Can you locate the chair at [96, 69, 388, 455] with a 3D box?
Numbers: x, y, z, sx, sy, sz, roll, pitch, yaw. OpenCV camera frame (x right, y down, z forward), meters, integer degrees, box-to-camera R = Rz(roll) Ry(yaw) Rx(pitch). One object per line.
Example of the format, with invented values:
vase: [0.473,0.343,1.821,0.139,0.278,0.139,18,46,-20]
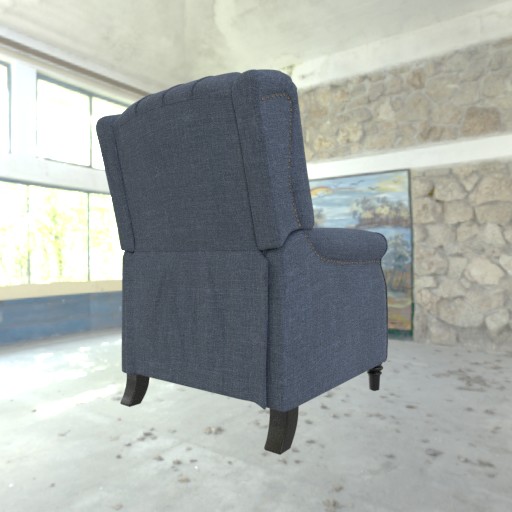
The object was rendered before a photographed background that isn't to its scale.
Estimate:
chair: [0.000,0.000,1.608,0.742,1.035,0.898,0,0,37]
